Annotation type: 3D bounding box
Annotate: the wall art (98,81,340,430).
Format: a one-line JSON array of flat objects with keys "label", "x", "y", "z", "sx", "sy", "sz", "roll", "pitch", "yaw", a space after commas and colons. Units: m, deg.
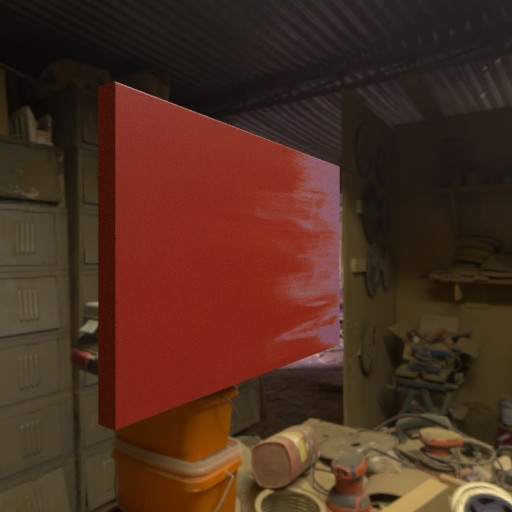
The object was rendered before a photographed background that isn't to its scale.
[{"label": "wall art", "x": 0.000, "y": 0.000, "z": 0.769, "sx": 0.033, "sy": 0.405, "sz": 0.607, "roll": 0, "pitch": 0, "yaw": 36}]
